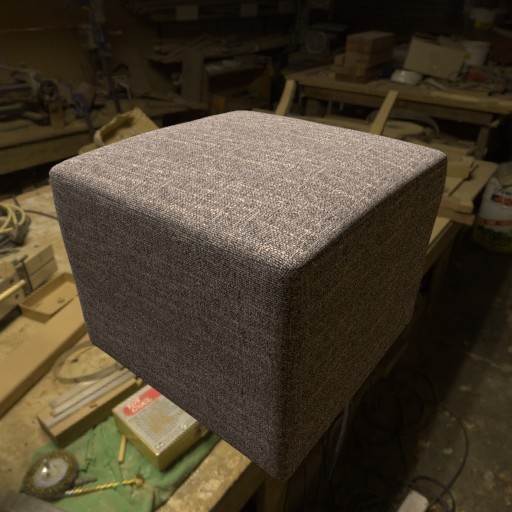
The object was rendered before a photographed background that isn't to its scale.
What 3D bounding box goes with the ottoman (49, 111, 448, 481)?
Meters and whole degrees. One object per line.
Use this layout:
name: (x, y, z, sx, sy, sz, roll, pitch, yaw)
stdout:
ottoman: (0.000, 0.000, 0.872, 0.521, 0.453, 0.512, 23, 38, 32)
